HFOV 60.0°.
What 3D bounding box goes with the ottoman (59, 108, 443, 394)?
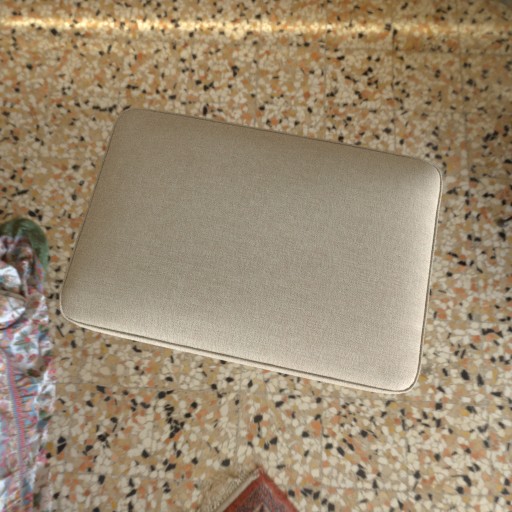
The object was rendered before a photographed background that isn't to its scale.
[{"bbox_3d":[0.000,0.000,1.172,0.813,0.458,0.559,12,76,3],"label":"ottoman"}]
